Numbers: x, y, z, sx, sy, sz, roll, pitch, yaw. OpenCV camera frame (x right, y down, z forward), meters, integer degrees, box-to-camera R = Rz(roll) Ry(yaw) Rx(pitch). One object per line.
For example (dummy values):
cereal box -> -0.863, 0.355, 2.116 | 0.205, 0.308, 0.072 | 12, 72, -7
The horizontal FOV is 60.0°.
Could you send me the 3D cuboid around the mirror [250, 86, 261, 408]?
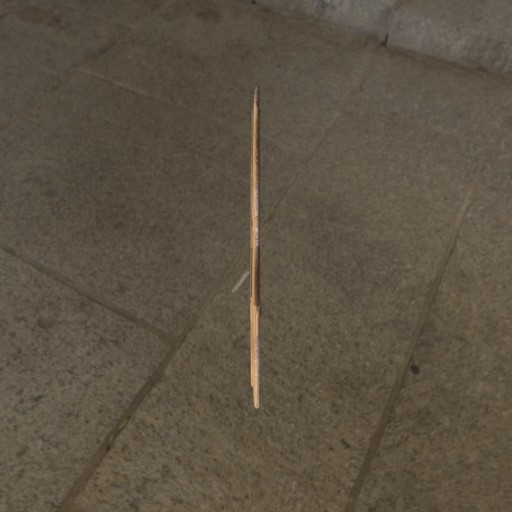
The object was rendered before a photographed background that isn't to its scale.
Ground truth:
mirror -> 0.000, 0.000, 1.068 | 0.019, 0.686, 0.686 | 0, 57, 0
